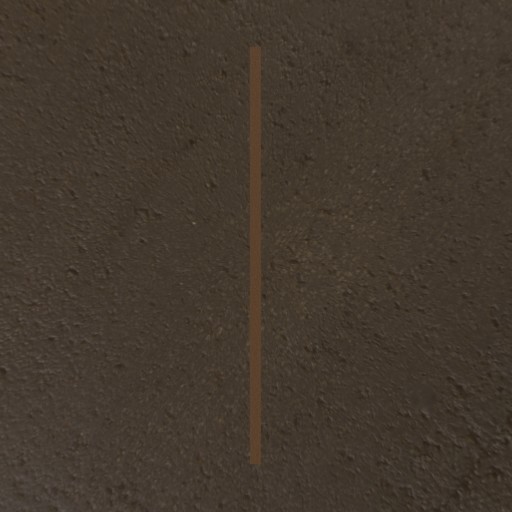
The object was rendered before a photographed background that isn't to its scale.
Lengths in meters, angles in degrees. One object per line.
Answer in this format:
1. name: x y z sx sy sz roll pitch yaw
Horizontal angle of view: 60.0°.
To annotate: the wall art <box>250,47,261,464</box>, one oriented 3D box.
1. wall art: 0.000 0.000 0.791 0.012 0.608 0.459 0 90 0
